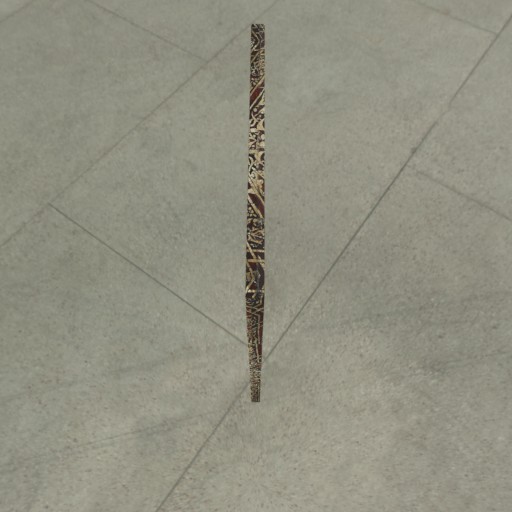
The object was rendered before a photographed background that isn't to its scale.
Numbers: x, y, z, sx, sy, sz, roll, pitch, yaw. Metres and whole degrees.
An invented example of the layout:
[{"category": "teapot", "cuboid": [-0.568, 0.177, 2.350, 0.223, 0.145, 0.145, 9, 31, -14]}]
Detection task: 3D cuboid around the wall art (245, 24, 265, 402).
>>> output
[{"category": "wall art", "cuboid": [0.000, 0.000, 1.169, 0.030, 0.904, 0.599, 0, 63, 0]}]
